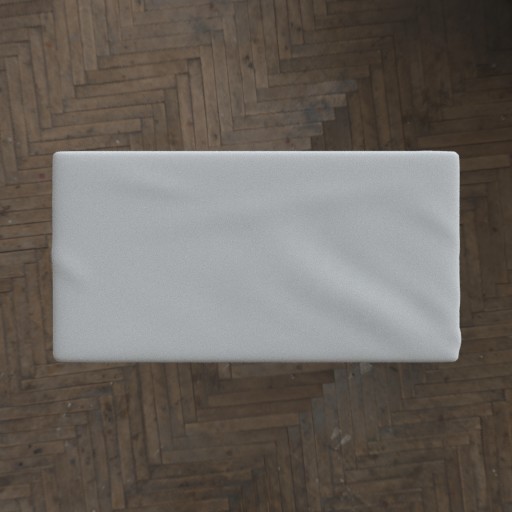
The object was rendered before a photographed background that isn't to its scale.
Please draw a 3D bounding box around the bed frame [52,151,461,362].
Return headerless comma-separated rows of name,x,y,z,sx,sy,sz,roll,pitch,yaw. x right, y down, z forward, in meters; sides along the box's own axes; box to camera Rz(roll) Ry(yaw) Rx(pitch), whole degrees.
bed frame,0.000,0.000,2.309,1.903,0.619,0.989,0,90,0
